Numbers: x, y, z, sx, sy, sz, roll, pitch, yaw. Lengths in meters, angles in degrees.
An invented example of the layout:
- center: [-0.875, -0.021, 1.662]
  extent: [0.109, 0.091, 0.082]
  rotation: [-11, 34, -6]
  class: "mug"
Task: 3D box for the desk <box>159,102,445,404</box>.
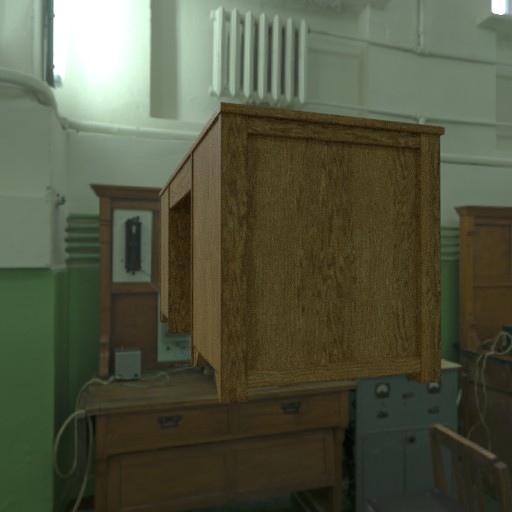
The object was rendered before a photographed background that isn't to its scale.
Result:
- center: [0.000, 0.000, 1.942]
  extent: [0.685, 0.751, 1.567]
  rotation: [0, -1, -18]
  class: "desk"
